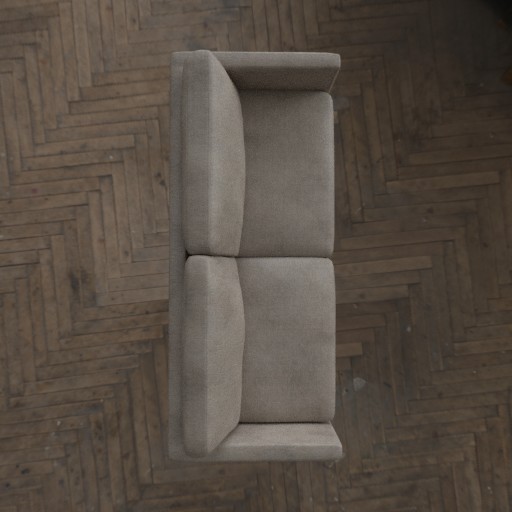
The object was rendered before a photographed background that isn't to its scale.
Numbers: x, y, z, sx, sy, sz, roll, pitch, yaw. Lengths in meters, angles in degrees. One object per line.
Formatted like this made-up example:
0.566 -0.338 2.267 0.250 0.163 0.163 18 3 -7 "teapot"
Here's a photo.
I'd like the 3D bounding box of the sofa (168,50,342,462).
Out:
0.000 0.000 2.630 0.951 0.965 2.208 0 88 -1 "sofa"
